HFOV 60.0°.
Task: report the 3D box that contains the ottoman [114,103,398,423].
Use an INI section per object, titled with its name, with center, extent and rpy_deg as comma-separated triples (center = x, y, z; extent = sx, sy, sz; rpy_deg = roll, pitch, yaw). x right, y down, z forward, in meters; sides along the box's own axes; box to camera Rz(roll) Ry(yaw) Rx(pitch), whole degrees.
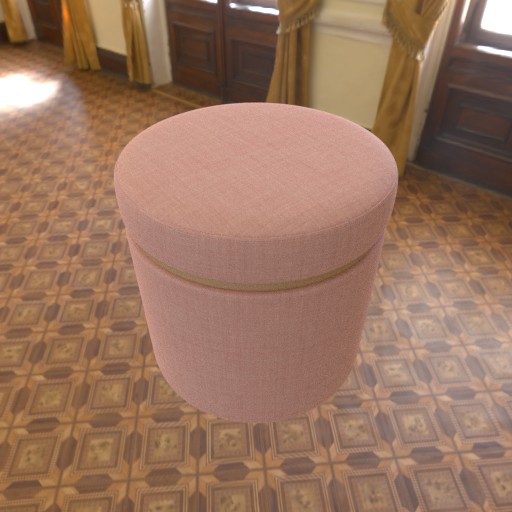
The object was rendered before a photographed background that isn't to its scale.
[ottoman]
center = 0.000, 0.000, 0.751
extent = 0.400, 0.406, 0.400
rpy_deg = 0, 40, 0
